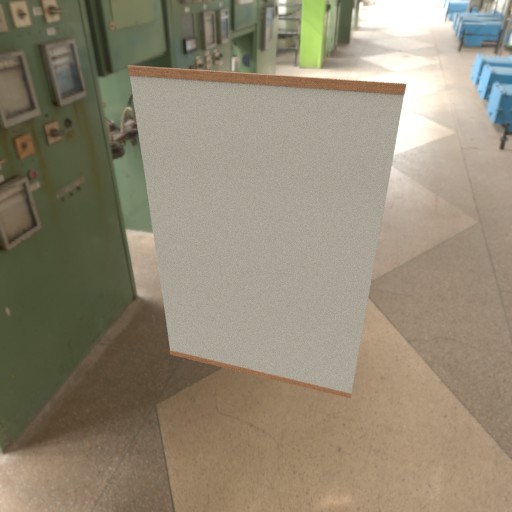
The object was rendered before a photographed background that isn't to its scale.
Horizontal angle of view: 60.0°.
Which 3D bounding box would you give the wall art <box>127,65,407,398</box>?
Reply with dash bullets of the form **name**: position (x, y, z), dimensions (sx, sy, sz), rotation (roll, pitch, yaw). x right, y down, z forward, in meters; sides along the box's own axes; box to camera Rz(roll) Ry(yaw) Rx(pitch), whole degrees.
- **wall art**: position (0.000, 0.000, 1.970), dimensions (1.019, 1.527, 0.019), rotation (10, 34, 15)
